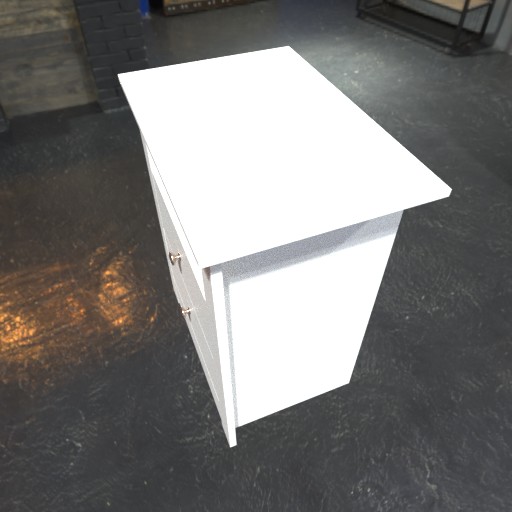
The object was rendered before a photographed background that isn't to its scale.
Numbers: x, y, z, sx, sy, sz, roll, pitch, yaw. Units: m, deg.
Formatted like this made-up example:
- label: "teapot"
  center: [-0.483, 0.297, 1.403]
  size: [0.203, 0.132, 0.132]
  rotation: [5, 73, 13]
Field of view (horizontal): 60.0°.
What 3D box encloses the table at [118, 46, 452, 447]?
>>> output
- label: "table"
  center: [0.000, 0.000, 1.070]
  size: [0.406, 0.711, 0.589]
  rotation: [-16, 49, -15]
